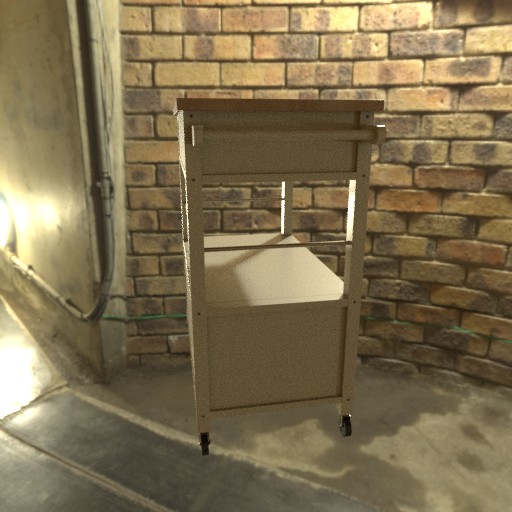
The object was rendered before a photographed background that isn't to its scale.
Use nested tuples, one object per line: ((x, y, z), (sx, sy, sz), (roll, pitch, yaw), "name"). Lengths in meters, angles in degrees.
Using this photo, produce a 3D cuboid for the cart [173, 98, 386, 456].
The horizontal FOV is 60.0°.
((0.000, 0.000, 1.397), (0.459, 0.901, 0.840), (-3, 17, -10), "cart")
